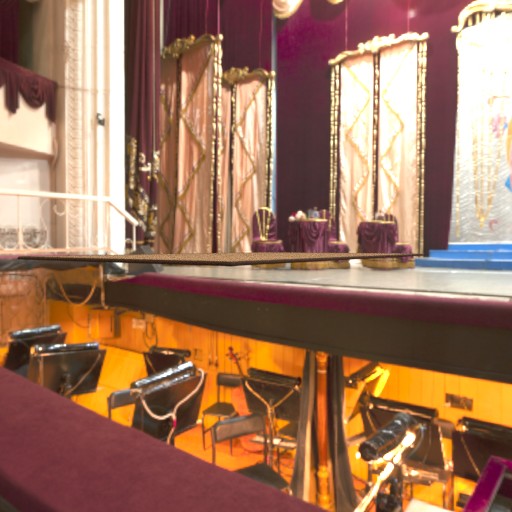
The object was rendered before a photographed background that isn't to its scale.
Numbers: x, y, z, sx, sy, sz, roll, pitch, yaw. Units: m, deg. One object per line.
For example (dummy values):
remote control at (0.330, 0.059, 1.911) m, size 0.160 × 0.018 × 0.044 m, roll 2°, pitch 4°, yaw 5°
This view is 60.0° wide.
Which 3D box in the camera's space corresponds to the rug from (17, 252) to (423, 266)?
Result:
rug at (0.000, 0.000, 2.069) m, size 1.067 × 0.013 × 1.676 m, roll 1°, pitch 1°, yaw 36°
